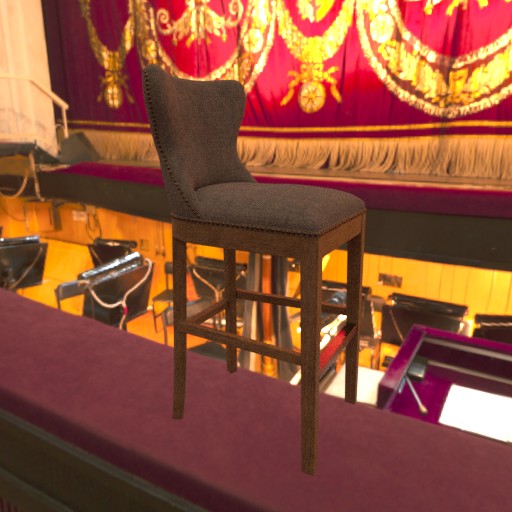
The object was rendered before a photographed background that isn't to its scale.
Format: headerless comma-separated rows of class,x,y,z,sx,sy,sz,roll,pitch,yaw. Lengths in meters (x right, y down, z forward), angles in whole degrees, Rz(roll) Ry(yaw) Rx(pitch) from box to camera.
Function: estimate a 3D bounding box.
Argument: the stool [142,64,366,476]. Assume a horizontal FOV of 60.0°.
stool,0.000,0.000,1.429,0.606,1.123,0.494,8,17,28
